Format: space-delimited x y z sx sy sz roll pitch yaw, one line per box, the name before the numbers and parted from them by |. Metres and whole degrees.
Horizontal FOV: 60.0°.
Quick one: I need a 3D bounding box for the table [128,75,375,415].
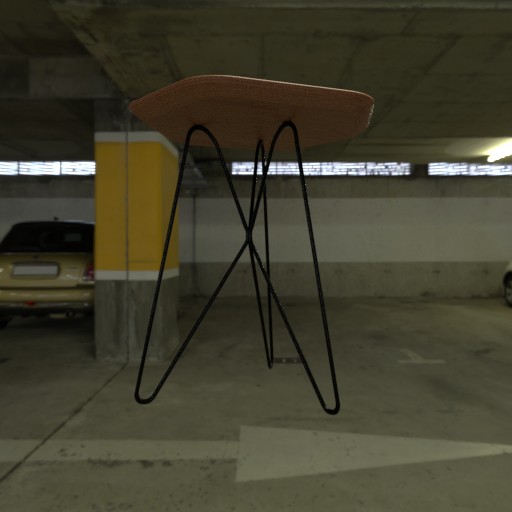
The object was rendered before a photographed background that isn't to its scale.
table | 0.000 0.000 0.906 0.500 0.562 0.400 0 1 -18
